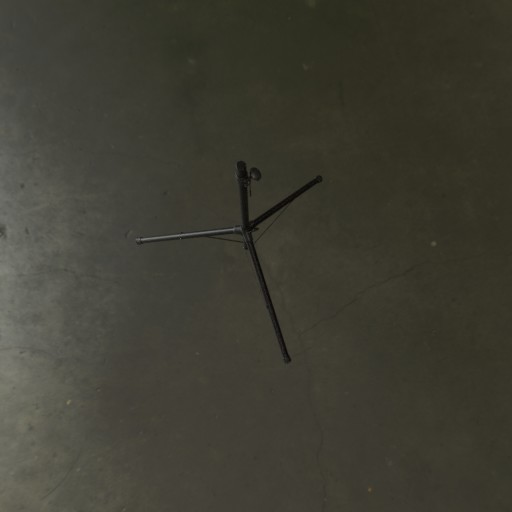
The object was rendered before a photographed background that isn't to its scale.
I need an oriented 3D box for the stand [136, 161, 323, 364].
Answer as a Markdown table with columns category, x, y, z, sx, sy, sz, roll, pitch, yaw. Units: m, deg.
| category | x | y | z | sx | sy | sz | roll | pitch | yaw |
| --- | --- | --- | --- | --- | --- | --- | --- | --- | --- |
| stand | 0.000 | 0.000 | 2.705 | 1.596 | 1.595 | 1.339 | -19 | 76 | -5 |
